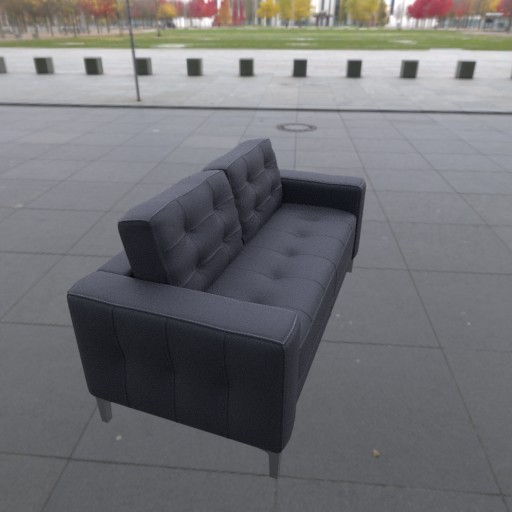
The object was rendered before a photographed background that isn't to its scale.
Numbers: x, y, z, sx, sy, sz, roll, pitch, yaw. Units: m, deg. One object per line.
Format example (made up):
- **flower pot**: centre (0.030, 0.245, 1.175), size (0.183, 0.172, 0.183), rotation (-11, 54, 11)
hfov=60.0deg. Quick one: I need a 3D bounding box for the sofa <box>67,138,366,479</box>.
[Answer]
- **sofa**: centre (0.000, 0.000, 2.212), size (0.833, 0.893, 1.726), rotation (10, 29, 18)
